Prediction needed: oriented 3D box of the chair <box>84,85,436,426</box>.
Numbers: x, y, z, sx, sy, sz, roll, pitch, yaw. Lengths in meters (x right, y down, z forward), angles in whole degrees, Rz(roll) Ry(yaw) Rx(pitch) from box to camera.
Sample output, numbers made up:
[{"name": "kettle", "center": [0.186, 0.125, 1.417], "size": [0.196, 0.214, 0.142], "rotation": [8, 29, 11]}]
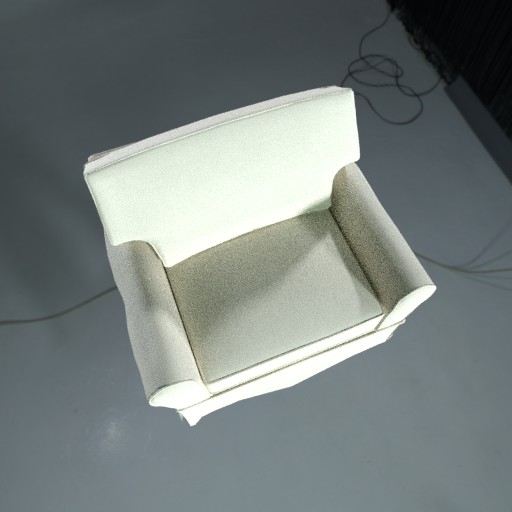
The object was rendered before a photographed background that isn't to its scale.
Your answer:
[{"name": "chair", "center": [0.000, 0.000, 1.769], "size": [1.099, 0.958, 0.904], "rotation": [-19, 65, -10]}]
